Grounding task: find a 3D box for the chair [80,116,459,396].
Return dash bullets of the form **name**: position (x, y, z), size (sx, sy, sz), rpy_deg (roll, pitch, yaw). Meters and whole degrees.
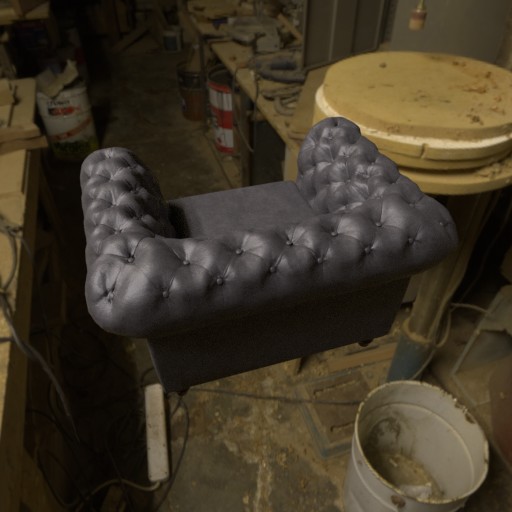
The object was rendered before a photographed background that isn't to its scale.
- **chair**: position (0.000, 0.000, 1.889), size (1.298, 0.780, 0.943), rpy_deg (-12, 43, -13)
